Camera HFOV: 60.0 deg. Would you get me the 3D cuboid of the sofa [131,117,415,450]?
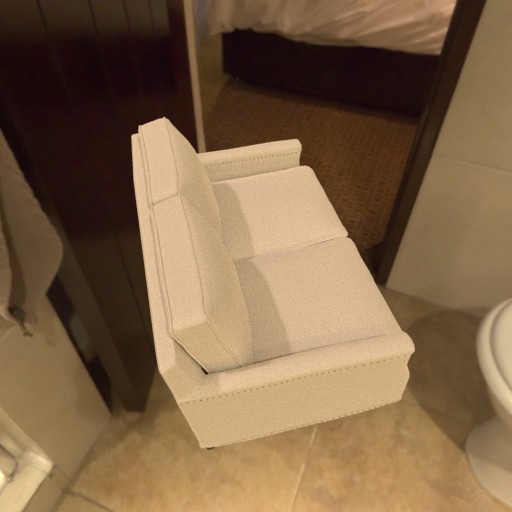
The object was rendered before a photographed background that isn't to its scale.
[{"bbox_3d":[0.000,0.000,2.331,1.084,1.003,1.597,-11,48,-10],"label":"sofa"}]
